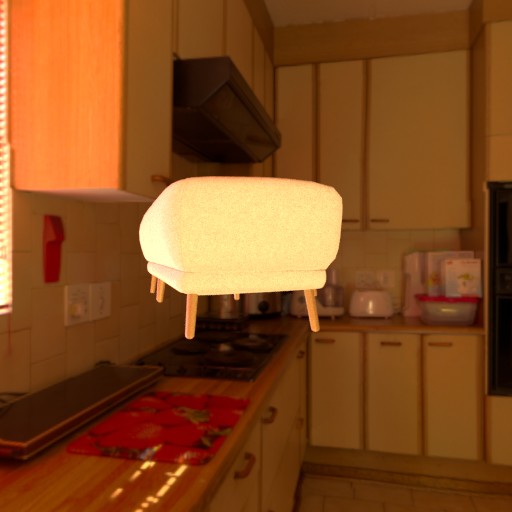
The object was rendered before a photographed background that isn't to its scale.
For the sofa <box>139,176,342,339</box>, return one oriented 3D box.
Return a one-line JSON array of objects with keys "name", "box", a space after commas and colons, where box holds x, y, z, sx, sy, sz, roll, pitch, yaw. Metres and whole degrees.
[{"name": "sofa", "box": [0.000, 0.000, 3.315, 1.610, 0.730, 2.660, 0, 0, -17]}]
